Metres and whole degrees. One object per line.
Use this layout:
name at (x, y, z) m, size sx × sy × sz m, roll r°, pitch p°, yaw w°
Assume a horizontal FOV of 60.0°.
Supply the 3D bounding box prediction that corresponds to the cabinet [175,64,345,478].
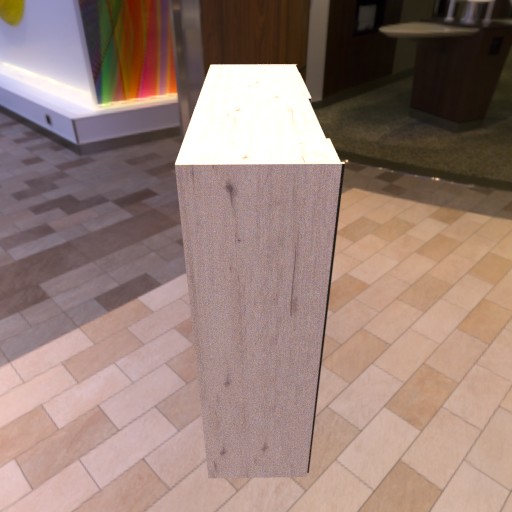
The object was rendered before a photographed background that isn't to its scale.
cabinet at (0.000, 0.000, 3.153) m, size 0.660 × 2.180 × 2.000 m, roll -1°, pitch 34°, yaw -1°
